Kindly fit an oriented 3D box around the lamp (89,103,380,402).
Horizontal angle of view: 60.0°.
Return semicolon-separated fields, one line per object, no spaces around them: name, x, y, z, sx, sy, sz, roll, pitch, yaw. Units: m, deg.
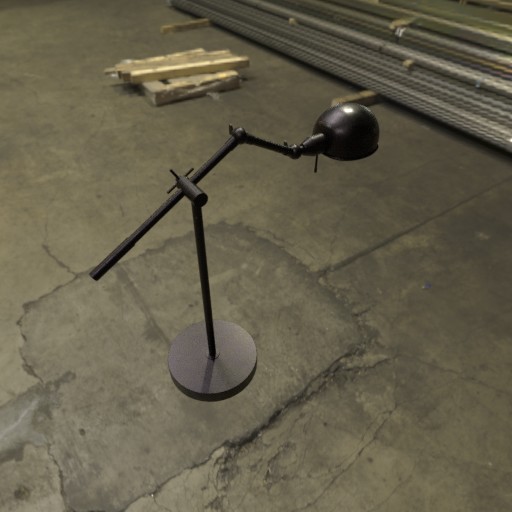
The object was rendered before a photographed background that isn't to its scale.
lamp;0.000;0.000;0.822;0.567;0.495;0.185;-25;47;-25
